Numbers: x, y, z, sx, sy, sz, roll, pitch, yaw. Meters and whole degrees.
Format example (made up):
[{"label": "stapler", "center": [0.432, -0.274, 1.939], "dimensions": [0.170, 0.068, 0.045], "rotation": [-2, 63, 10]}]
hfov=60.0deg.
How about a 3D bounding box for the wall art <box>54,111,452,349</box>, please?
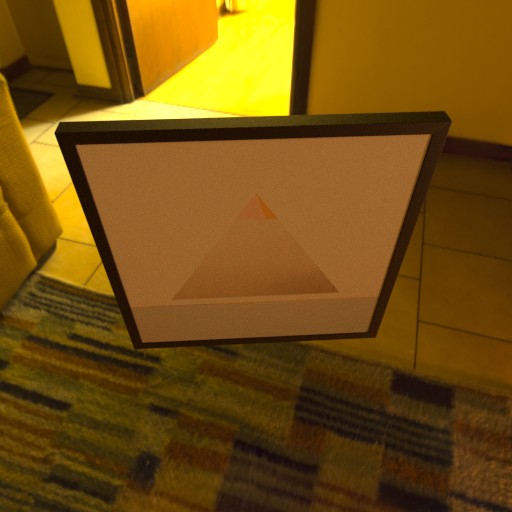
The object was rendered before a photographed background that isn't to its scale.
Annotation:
[{"label": "wall art", "center": [0.000, 0.000, 0.765], "dimensions": [0.513, 0.511, 0.028], "rotation": [-2, 47, -2]}]
